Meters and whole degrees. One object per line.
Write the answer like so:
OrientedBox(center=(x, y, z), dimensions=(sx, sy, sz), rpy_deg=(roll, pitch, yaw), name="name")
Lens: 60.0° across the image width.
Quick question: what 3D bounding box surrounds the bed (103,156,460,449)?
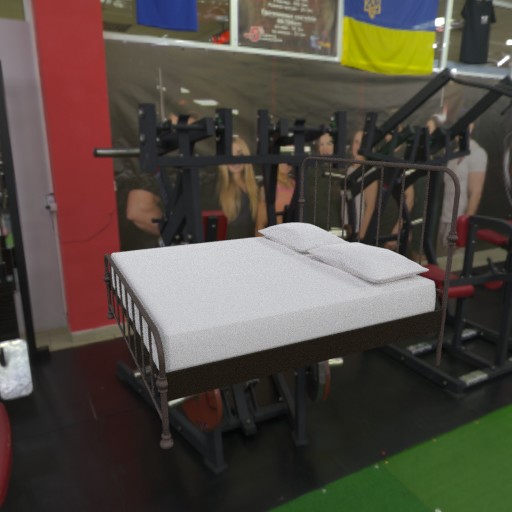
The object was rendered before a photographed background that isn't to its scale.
OrientedBox(center=(0.000, 0.000, 3.545), dimensions=(2.134, 1.446, 2.044), rpy_deg=(-7, 17, -25), name="bed")
